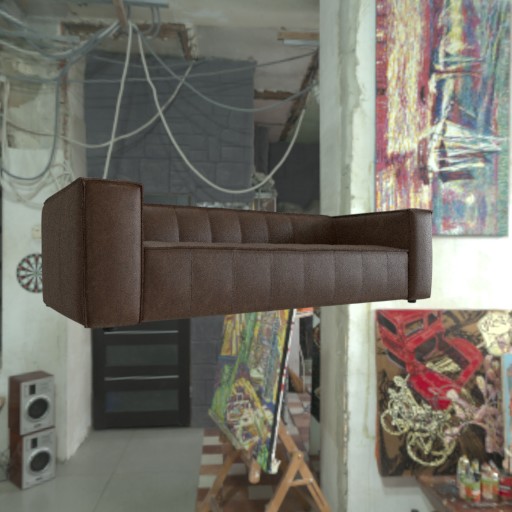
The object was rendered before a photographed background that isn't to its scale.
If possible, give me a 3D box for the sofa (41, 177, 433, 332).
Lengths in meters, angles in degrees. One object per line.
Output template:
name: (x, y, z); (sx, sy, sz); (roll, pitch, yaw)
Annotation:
sofa: (0.000, 0.000, 3.053); (2.581, 0.701, 1.102); (0, 0, -34)
